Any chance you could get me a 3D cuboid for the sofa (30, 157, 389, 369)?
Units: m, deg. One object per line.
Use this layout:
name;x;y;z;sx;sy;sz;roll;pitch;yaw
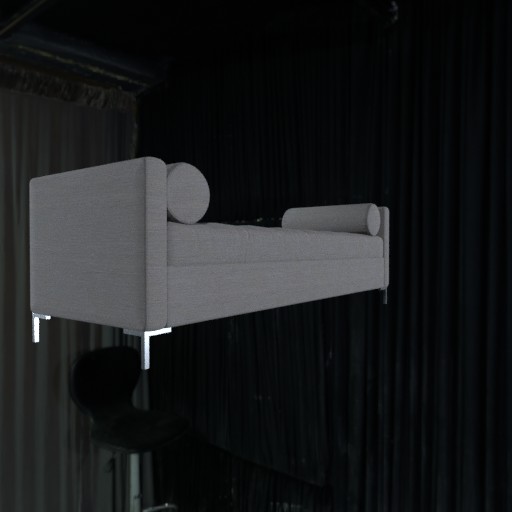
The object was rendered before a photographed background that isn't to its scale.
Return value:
sofa;0.000;0.000;2.274;0.686;0.635;1.981;1;1;37
